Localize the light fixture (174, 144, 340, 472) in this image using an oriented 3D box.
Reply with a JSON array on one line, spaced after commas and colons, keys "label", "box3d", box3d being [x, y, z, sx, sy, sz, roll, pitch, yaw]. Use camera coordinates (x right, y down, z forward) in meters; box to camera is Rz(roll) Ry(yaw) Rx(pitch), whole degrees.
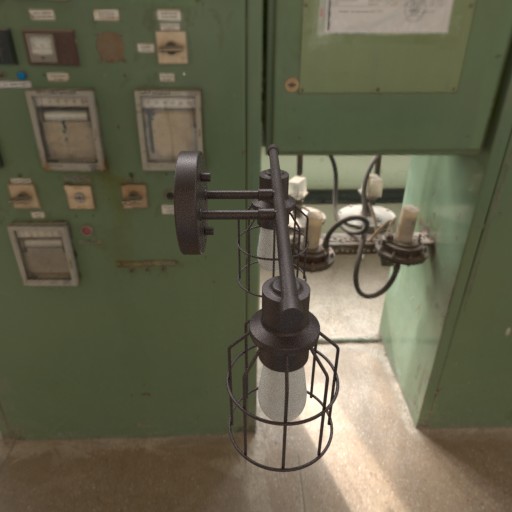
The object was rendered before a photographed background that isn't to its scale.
[{"label": "light fixture", "box3d": [0.000, 0.000, 0.536, 0.165, 0.254, 0.406, 0, 31, 0]}]
